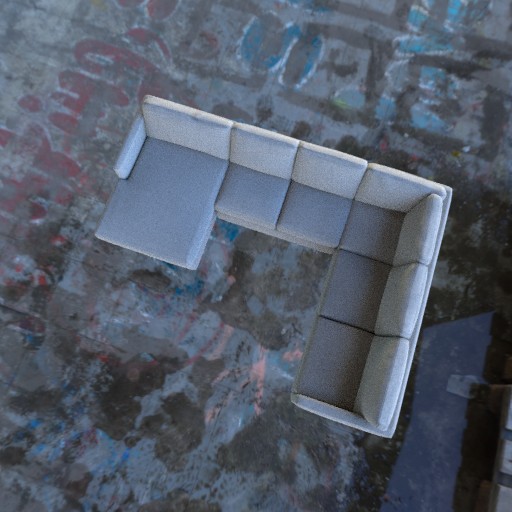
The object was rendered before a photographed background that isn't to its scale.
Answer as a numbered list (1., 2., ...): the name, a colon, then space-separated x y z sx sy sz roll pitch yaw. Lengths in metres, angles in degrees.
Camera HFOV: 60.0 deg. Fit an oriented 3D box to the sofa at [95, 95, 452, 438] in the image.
1. sofa: 0.000 0.000 4.635 3.460 0.959 2.593 18 76 5
